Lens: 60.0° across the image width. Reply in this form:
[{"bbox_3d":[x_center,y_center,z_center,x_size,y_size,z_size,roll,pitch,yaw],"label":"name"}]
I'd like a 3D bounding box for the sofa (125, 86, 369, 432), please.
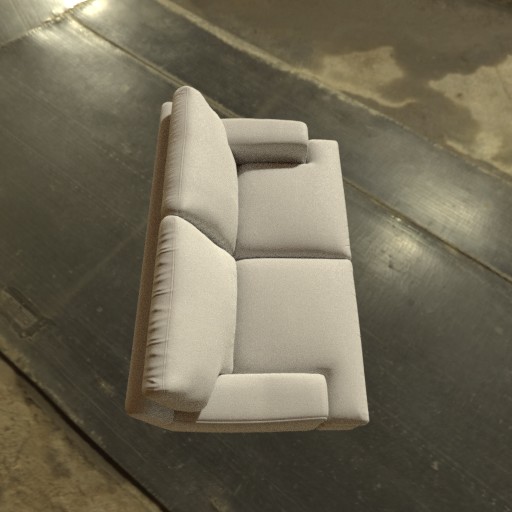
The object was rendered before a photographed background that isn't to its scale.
[{"bbox_3d":[0.000,0.000,2.555,1.143,0.940,1.880,0,63,0],"label":"sofa"}]
